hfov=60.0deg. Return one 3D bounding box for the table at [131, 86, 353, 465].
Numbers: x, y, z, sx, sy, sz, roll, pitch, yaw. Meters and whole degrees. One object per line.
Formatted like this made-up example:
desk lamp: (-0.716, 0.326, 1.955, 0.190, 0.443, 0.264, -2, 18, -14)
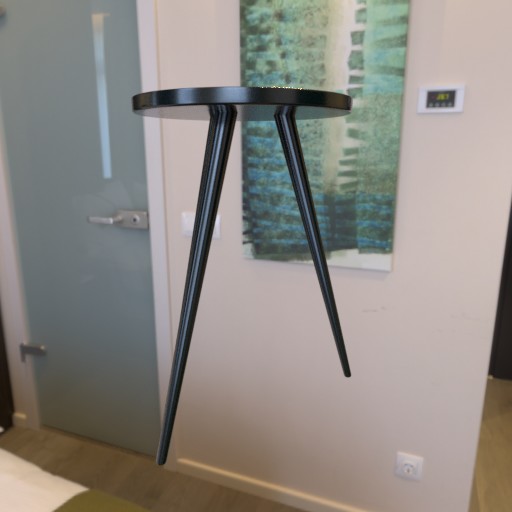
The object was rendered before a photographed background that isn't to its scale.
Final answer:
table: (0.000, 0.000, 0.829, 0.415, 0.548, 0.403, -2, 14, -9)
